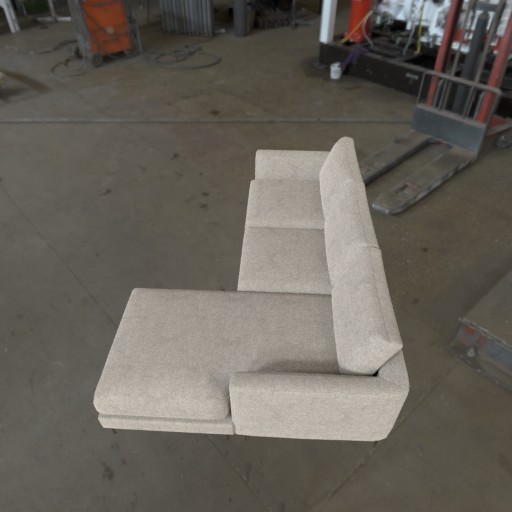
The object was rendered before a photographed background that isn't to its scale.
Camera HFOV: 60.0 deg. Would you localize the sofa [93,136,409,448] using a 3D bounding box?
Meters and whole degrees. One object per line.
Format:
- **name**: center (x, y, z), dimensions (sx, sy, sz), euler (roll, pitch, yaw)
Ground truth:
- **sofa**: center (0.000, 0.000, 3.159), dimensions (1.626, 0.864, 2.438), euler (2, 41, 2)
